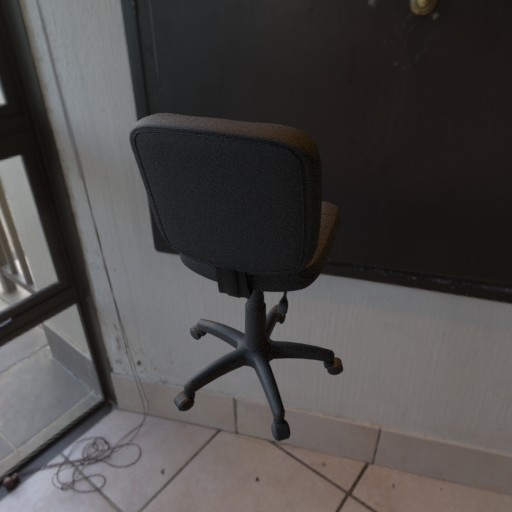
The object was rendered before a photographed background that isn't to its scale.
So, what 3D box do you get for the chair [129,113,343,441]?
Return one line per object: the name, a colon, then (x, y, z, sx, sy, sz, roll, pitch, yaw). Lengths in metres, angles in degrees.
chair: (0.000, 0.000, 1.363, 0.610, 0.972, 0.610, 11, 34, 16)
